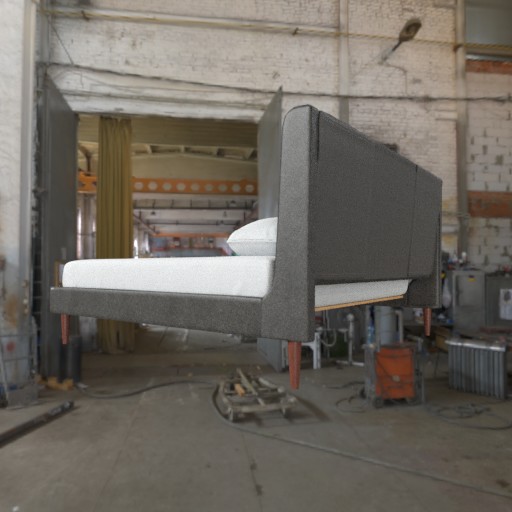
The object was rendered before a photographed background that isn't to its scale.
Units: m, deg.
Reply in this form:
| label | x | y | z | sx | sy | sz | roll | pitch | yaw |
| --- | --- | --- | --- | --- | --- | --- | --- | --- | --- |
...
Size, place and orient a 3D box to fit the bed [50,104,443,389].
| label | x | y | z | sx | sy | sz | roll | pitch | yaw |
| --- | --- | --- | --- | --- | --- | --- | --- | --- | --- |
| bed | 0.000 | 0.000 | 3.103 | 2.031 | 1.158 | 1.903 | -1 | -2 | 37 |
